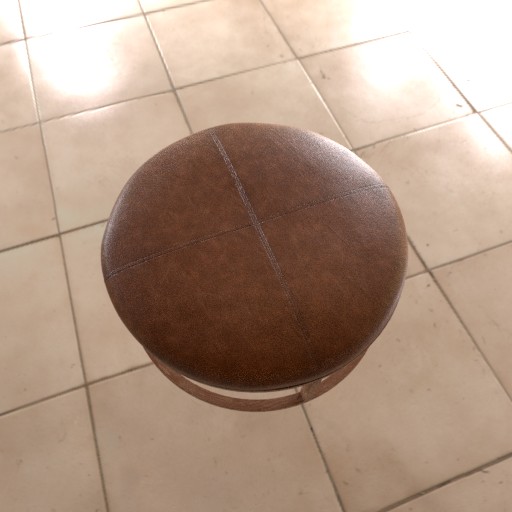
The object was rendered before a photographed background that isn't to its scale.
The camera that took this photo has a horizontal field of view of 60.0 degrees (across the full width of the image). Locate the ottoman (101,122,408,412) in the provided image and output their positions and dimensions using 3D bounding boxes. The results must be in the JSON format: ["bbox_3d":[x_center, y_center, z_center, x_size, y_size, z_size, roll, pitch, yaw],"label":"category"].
[{"bbox_3d":[0.000,0.000,1.592,1.006,0.445,1.006,0,61,0],"label":"ottoman"}]
